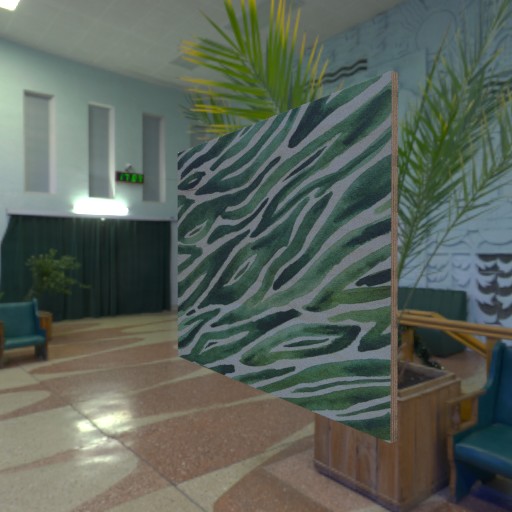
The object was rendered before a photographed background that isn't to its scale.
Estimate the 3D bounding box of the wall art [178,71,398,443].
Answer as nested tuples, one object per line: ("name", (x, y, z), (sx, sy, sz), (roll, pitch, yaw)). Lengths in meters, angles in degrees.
("wall art", (0.000, 0.000, 0.691), (0.012, 0.408, 0.508), (0, 1, -37))
